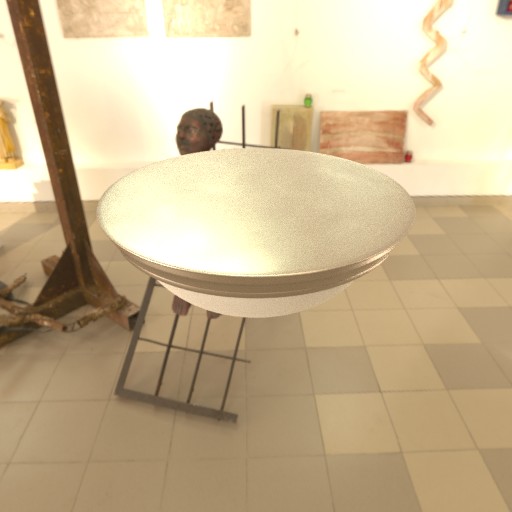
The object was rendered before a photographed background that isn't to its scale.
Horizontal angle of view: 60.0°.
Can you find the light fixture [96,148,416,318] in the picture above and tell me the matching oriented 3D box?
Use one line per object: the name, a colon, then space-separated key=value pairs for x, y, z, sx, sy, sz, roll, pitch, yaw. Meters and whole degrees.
light fixture: x=0.000 y=0.000 z=0.440 sx=0.280 sy=0.135 sz=0.280 roll=0 pitch=30 yaw=0
